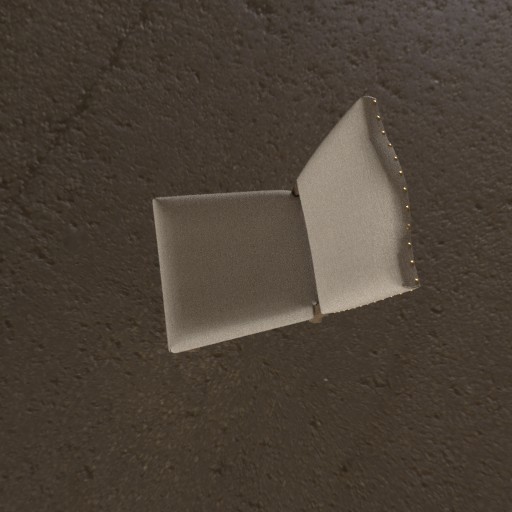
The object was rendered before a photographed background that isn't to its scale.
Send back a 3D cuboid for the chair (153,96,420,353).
[{"bbox_3d":[0.000,0.000,1.380,0.620,1.020,0.508,-9,78,-2],"label":"chair"}]
